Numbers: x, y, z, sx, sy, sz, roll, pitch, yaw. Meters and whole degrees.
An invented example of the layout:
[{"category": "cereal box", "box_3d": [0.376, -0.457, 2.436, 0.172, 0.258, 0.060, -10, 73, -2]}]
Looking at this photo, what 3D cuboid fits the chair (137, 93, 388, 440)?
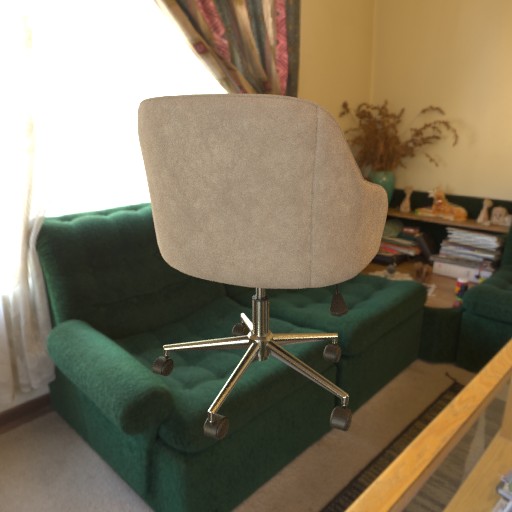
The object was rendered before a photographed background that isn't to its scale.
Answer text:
[{"category": "chair", "box_3d": [0.000, 0.000, 1.254, 0.635, 0.831, 0.573, 8, 18, 26]}]
